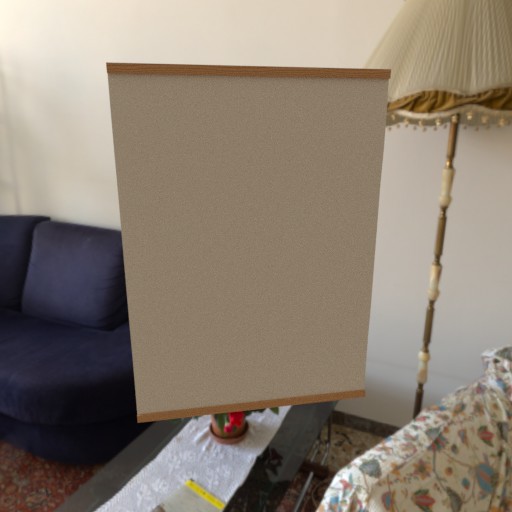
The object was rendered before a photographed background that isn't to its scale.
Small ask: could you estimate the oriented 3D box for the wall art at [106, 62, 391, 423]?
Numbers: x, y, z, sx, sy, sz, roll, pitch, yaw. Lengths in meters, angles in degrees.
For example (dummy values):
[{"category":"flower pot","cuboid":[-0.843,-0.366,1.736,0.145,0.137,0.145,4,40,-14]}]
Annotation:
[{"category":"wall art","cuboid":[0.000,0.000,1.284,0.739,1.016,0.020,-3,17,-10]}]
